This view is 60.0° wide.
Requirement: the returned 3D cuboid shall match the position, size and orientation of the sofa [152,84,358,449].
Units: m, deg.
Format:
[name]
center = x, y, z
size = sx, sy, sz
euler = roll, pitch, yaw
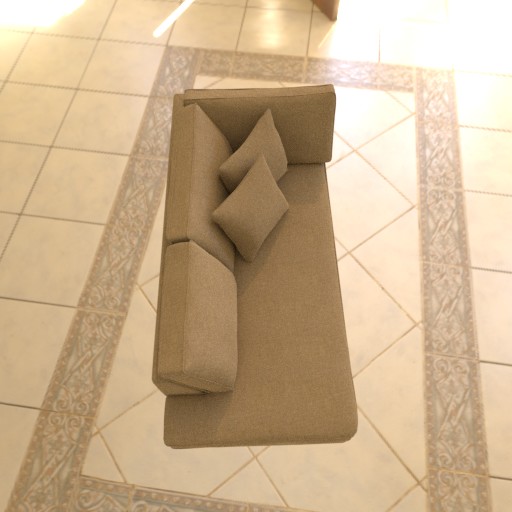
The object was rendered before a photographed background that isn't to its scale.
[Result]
[sofa]
center = 0.000, 0.000, 2.841
size = 1.110, 1.019, 2.238
euler = -1, 63, -1
